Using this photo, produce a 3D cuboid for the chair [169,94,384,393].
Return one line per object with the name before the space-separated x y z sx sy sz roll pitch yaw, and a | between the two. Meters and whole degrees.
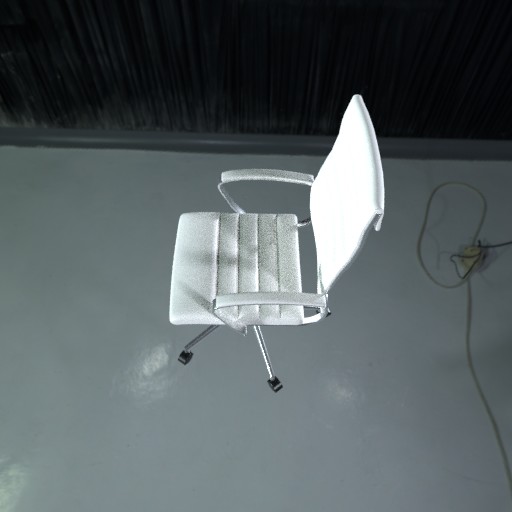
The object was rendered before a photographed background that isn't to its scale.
chair | 0.000 0.000 1.706 0.739 1.149 0.766 0 59 0
